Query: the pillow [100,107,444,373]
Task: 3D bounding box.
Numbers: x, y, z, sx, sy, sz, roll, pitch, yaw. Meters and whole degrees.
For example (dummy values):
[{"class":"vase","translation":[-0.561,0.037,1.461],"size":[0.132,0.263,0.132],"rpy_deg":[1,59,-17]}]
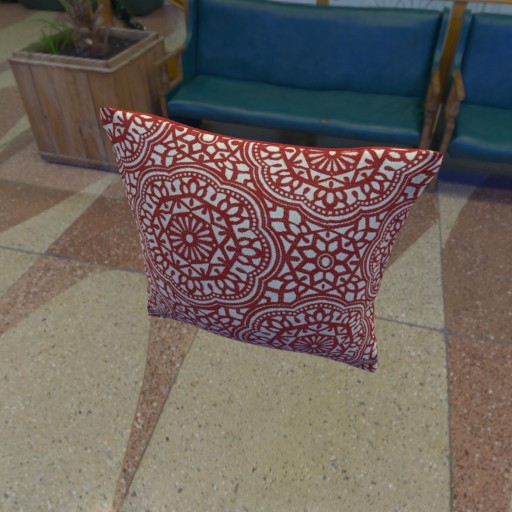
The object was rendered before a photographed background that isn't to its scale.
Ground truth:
[{"class":"pillow","translation":[0.000,0.000,0.678],"size":[0.438,0.419,0.162],"rpy_deg":[12,42,13]}]
